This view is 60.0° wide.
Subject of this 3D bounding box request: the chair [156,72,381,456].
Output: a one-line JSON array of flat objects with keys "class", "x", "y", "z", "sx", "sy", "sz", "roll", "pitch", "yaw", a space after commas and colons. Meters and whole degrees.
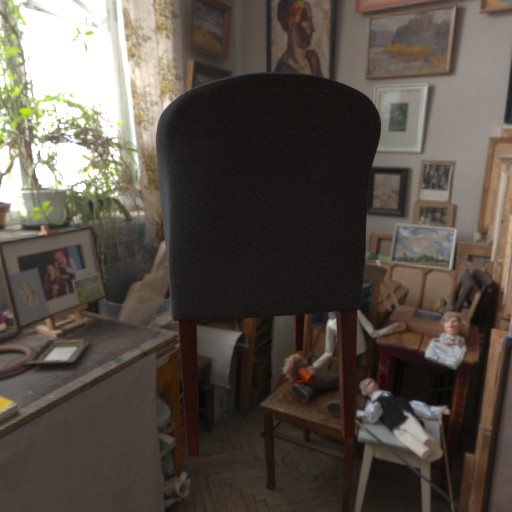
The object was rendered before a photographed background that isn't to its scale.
[{"class": "chair", "x": 0.000, "y": 0.000, "z": 1.252, "sx": 0.506, "sy": 0.879, "sz": 0.619, "roll": -2, "pitch": 14, "yaw": -9}]
